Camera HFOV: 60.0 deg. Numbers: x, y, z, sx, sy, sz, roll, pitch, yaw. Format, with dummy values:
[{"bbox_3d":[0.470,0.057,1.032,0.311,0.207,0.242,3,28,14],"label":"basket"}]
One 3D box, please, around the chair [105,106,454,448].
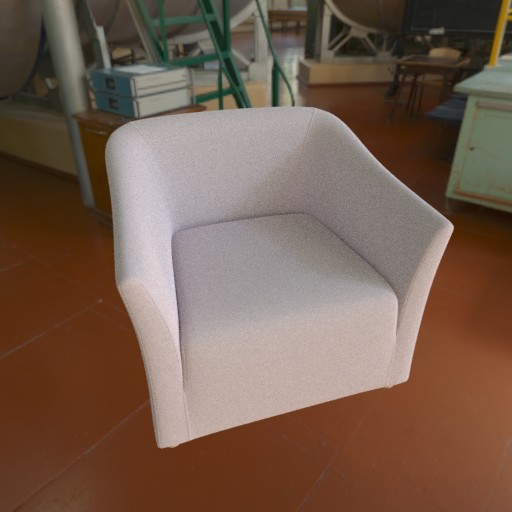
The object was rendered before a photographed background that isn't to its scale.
[{"bbox_3d":[0.000,0.000,1.344,0.790,0.720,0.700,-10,33,-15],"label":"chair"}]
